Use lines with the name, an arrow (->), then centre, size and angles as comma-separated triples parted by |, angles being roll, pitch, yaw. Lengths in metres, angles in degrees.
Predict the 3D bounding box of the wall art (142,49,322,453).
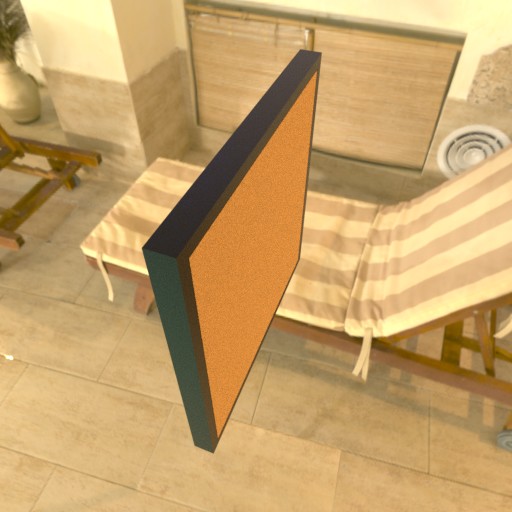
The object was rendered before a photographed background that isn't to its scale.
wall art -> 0.000, 0.000, 0.767 | 0.038, 0.506, 0.506 | 16, 49, 15
